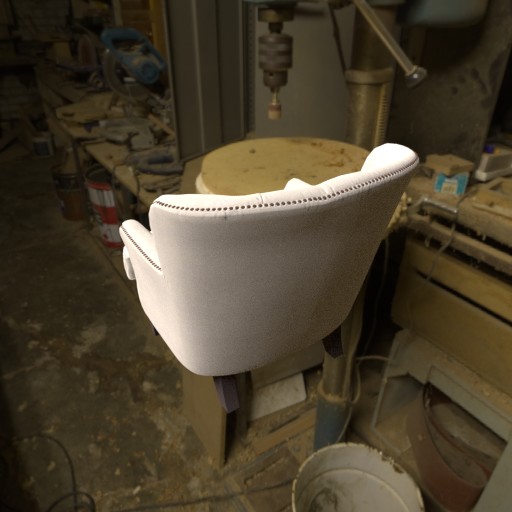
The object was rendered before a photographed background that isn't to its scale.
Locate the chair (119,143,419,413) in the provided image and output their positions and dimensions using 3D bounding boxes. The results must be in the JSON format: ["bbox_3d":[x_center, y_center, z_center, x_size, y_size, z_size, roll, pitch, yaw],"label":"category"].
[{"bbox_3d":[0.000,0.000,1.605,0.848,0.868,0.906,-19,35,-28],"label":"chair"}]
